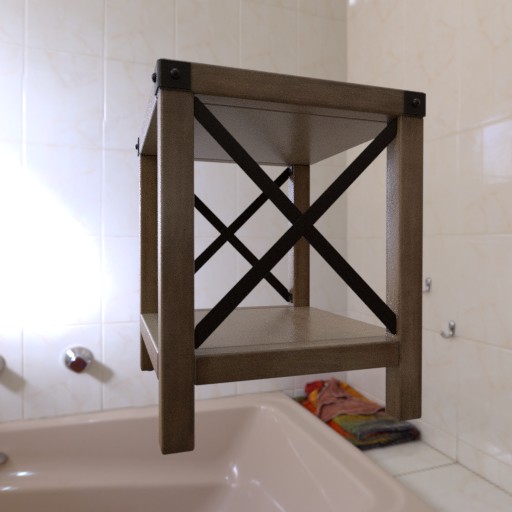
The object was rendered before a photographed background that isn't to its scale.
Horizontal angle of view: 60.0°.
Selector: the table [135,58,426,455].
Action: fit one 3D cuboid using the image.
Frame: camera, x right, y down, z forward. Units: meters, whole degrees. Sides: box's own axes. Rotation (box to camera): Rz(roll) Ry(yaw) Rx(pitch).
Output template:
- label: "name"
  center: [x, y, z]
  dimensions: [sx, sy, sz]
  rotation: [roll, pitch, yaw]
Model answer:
- label: "table"
  center: [0.000, 0.000, 0.918]
  dimensions: [0.459, 0.561, 0.510]
  rotation: [0, 1, -18]
